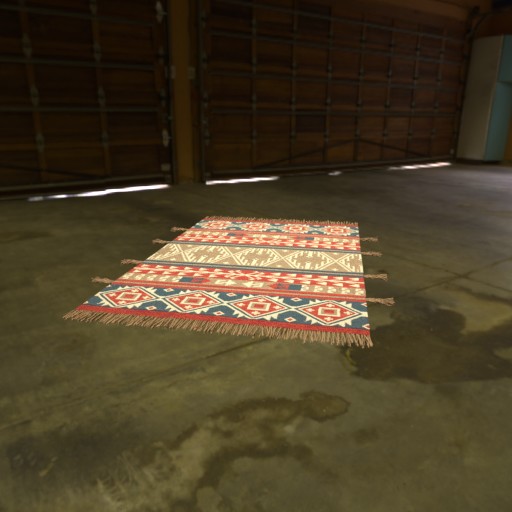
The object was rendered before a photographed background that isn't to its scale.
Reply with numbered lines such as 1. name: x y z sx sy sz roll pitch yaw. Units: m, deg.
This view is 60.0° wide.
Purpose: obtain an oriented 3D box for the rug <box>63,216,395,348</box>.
1. rug: 0.000 0.000 3.179 1.778 0.048 2.450 3 17 11
